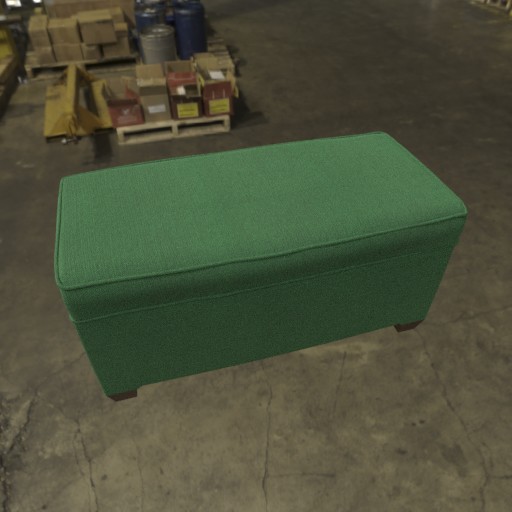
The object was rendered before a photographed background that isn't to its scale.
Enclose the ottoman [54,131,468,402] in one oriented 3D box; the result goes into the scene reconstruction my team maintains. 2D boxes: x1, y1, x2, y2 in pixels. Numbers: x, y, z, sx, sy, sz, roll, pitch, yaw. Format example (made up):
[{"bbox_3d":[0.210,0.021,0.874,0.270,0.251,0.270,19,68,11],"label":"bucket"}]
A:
[{"bbox_3d":[0.000,0.000,1.245,0.957,0.471,0.483,-11,44,-12],"label":"ottoman"}]
